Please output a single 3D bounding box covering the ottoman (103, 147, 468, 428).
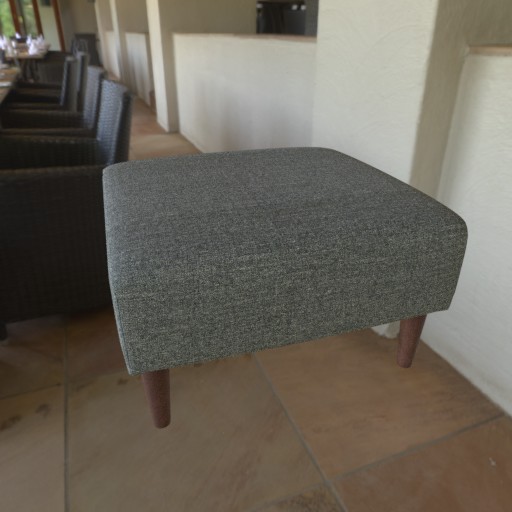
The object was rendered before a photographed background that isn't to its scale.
[{"bbox_3d":[0.000,0.000,1.066,0.655,0.399,0.648,-8,28,-16],"label":"ottoman"}]
